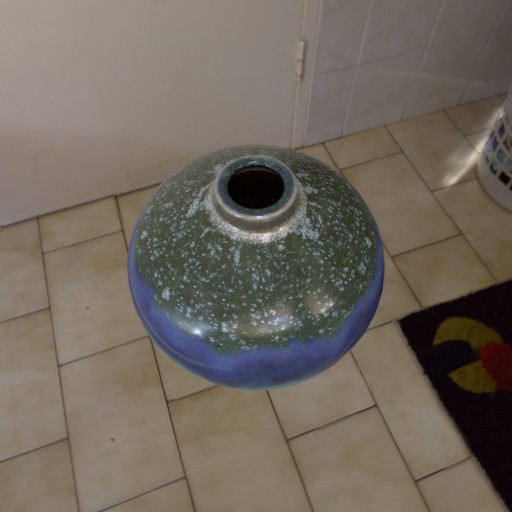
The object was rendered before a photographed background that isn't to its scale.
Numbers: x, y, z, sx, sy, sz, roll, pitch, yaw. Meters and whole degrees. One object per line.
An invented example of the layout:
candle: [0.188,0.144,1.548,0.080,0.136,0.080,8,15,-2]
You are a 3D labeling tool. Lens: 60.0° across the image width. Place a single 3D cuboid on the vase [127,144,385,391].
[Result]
vase: [0.000,0.000,0.267,0.154,0.133,0.154,0,59,0]
